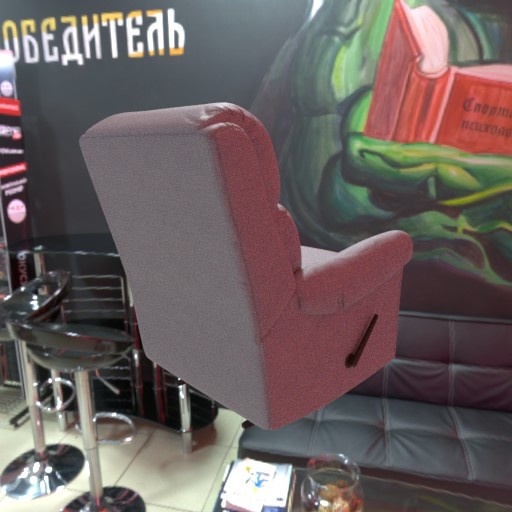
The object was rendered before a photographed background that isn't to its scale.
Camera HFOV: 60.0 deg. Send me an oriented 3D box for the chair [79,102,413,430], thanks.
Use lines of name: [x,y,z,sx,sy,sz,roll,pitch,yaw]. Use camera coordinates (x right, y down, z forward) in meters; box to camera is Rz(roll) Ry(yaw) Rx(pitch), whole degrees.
chair: [0.000,0.000,1.717,1.014,1.054,0.838,-13,19,-43]
